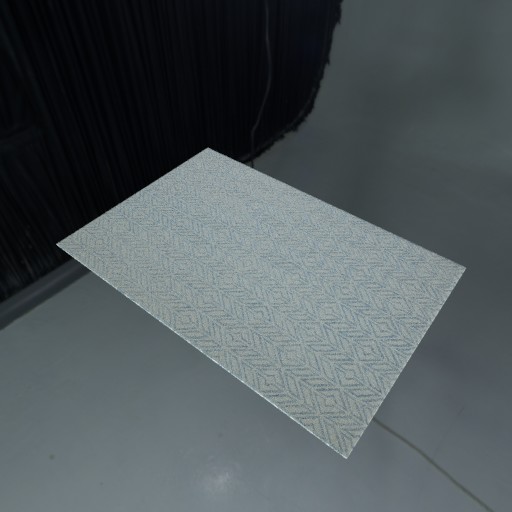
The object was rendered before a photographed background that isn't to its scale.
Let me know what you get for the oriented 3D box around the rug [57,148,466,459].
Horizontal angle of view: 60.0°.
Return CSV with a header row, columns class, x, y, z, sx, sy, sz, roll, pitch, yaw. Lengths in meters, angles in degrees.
class,x,y,z,sx,sy,sz,roll,pitch,yaw
rug,0.000,0.000,2.369,1.824,0.008,1.220,30,53,25
